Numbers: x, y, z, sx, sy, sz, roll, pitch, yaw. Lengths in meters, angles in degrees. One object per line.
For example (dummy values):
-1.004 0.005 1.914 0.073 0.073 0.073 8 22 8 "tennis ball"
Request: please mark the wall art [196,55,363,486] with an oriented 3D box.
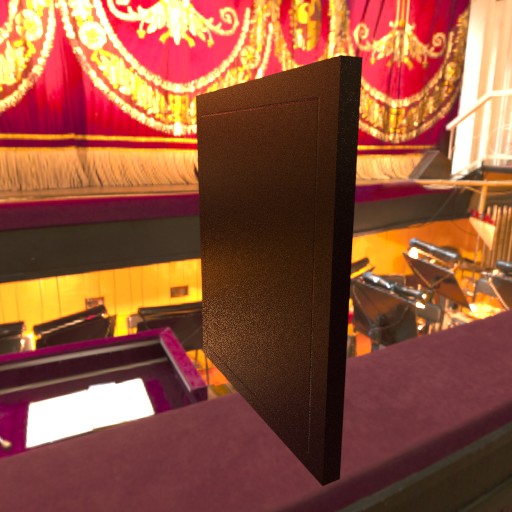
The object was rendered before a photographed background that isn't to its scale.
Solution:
0.000 0.000 0.757 0.031 0.558 0.461 -7 16 -27 "wall art"
